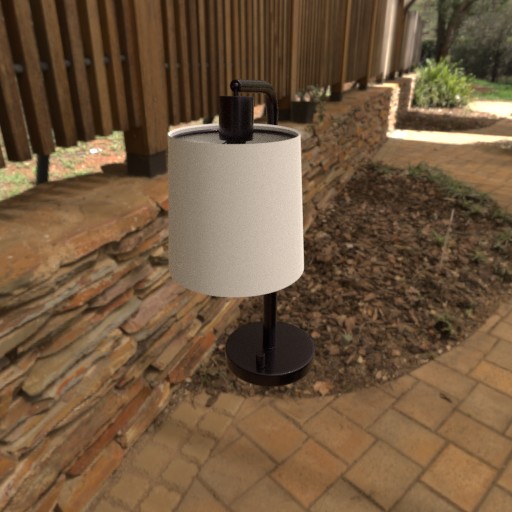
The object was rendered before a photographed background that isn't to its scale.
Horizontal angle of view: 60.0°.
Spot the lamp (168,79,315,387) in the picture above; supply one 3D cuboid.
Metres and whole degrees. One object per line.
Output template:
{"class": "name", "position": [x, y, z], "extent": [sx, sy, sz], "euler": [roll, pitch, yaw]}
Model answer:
{"class": "lamp", "position": [0.000, 0.000, 0.648], "extent": [0.171, 0.489, 0.333], "euler": [8, 26, 16]}
